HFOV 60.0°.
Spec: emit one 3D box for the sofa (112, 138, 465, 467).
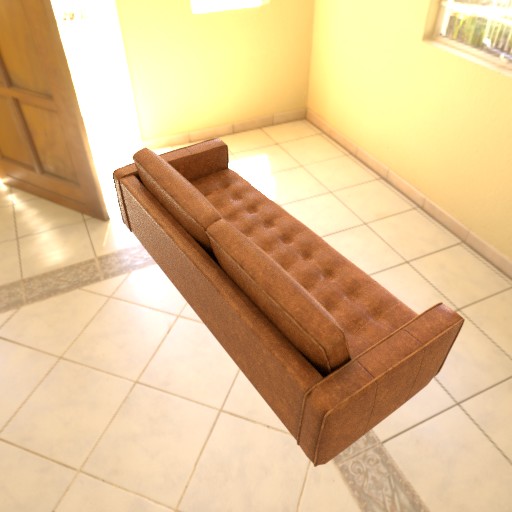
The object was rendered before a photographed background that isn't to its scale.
[{"bbox_3d":[0.000,0.000,2.633,0.886,0.779,2.199,-25,47,-25],"label":"sofa"}]
